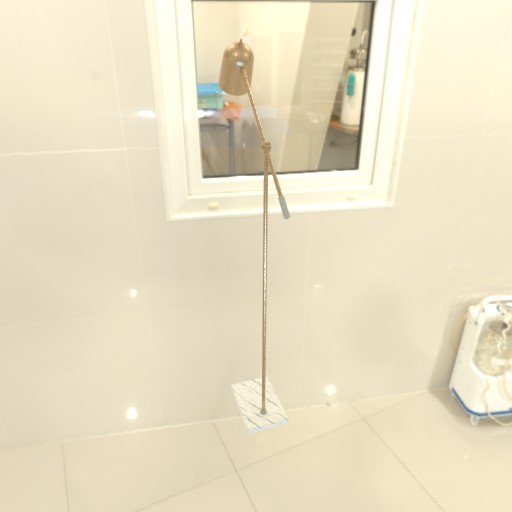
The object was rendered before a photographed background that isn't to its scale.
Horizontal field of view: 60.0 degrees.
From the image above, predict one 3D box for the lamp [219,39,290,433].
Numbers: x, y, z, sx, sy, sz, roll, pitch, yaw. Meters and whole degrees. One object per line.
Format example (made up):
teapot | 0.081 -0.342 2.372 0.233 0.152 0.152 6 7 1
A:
lamp | 0.000 0.000 1.819 0.194 1.594 0.653 -9 29 -16
